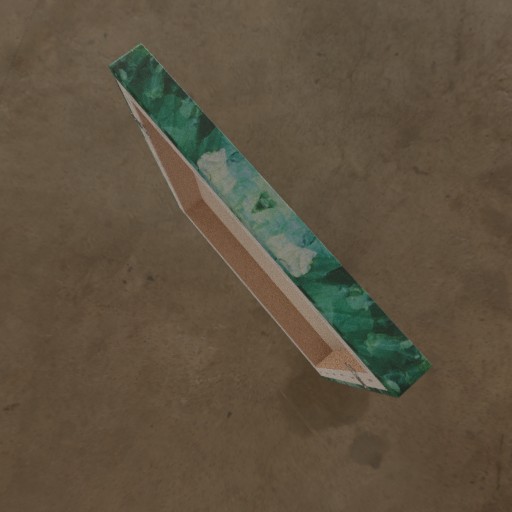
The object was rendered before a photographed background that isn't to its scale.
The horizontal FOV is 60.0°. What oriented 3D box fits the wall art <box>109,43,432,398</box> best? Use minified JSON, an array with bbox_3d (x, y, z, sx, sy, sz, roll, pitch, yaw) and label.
[{"bbox_3d":[0.000,0.000,0.459,0.033,0.313,0.313,-39,80,-8],"label":"wall art"}]
